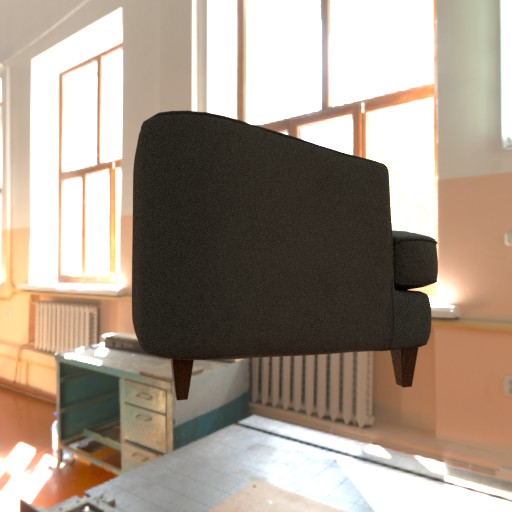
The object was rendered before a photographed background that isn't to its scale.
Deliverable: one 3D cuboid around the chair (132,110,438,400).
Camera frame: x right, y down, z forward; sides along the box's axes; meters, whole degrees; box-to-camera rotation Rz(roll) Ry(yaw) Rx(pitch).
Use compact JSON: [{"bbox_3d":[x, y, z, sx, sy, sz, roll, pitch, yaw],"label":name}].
[{"bbox_3d":[0.000,0.000,1.778,0.941,0.852,1.104,0,-1,-18],"label":"chair"}]
